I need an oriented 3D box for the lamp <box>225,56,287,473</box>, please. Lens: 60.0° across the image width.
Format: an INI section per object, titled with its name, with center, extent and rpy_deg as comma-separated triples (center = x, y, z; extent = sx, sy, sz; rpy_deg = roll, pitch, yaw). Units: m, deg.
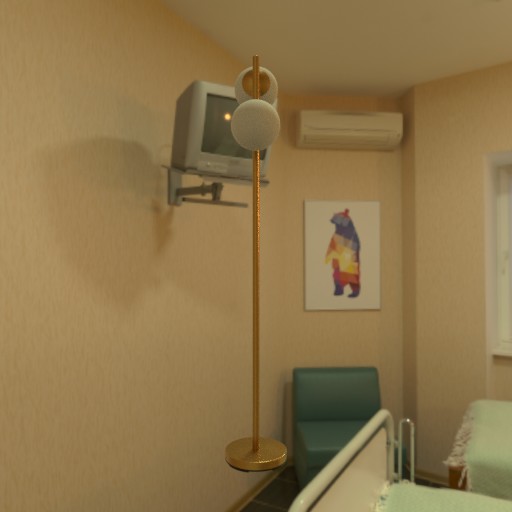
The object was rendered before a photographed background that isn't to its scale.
[lamp]
center = 0.000, 0.000, 1.806
extent = 0.249, 1.641, 0.419
rpy_deg = 0, -1, 0
